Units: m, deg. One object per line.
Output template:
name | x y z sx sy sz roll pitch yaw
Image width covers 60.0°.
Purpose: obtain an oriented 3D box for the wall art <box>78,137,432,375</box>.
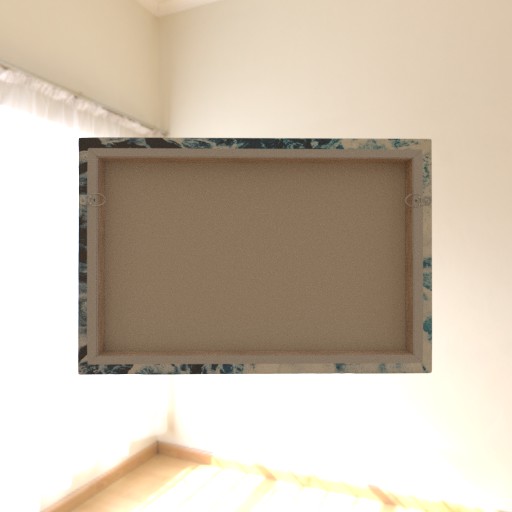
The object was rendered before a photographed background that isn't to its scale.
wall art | 0.000 0.000 0.778 0.609 0.407 0.043 0 0 -1
